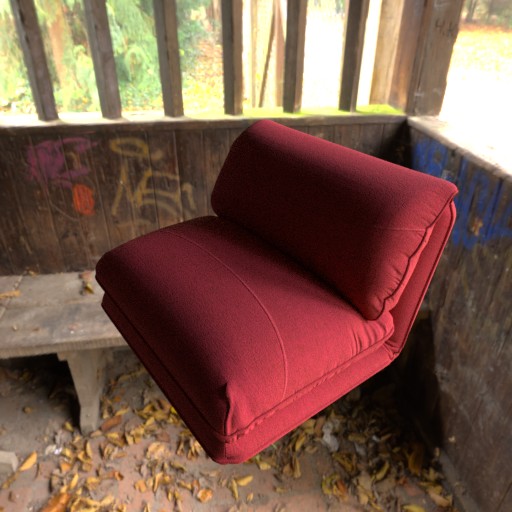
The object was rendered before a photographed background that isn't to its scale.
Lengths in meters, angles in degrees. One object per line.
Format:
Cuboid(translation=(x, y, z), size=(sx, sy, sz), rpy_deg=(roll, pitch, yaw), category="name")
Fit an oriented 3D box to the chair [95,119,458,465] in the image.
Cuboid(translation=(0.000, 0.000, 1.330), size=(0.780, 0.580, 0.820), rpy_deg=(-21, 37, -31), category="chair")
